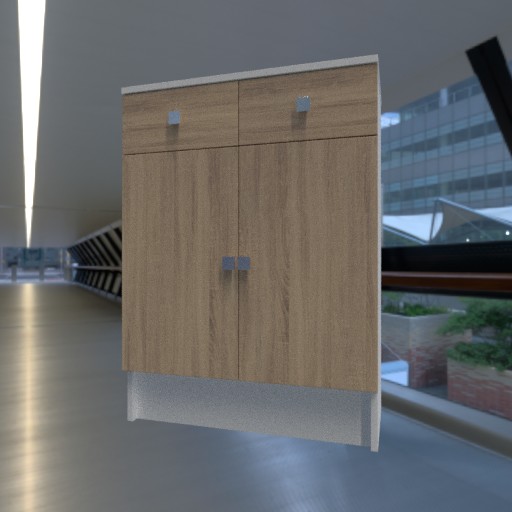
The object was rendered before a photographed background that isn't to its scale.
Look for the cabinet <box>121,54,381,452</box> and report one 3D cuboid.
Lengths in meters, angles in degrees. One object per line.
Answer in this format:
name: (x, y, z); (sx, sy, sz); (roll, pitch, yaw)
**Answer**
cabinet: (0.000, 0.000, 1.114); (0.600, 0.815, 0.296); (0, 0, 17)
